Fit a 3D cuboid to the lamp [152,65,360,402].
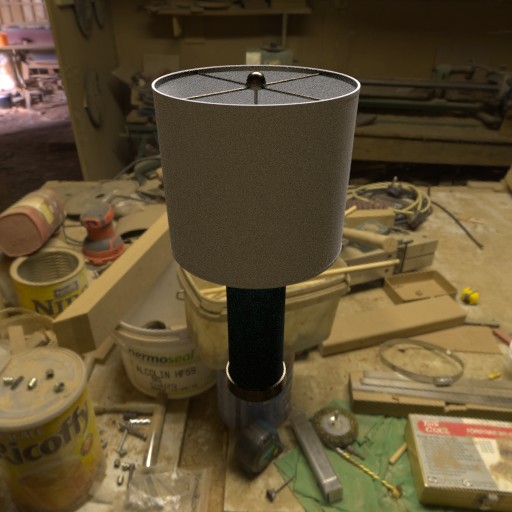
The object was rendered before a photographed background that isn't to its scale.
[{"bbox_3d":[0.000,0.000,0.809,0.301,0.630,0.301,1,32,2],"label":"lamp"}]
